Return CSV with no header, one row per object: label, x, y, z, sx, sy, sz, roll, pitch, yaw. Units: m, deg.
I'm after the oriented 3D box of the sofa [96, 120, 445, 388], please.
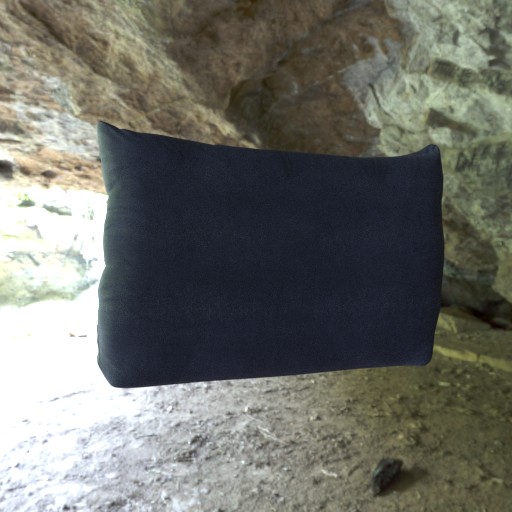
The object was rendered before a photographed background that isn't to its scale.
sofa,0.000,0.000,1.658,1.122,0.778,0.849,0,-1,-18
